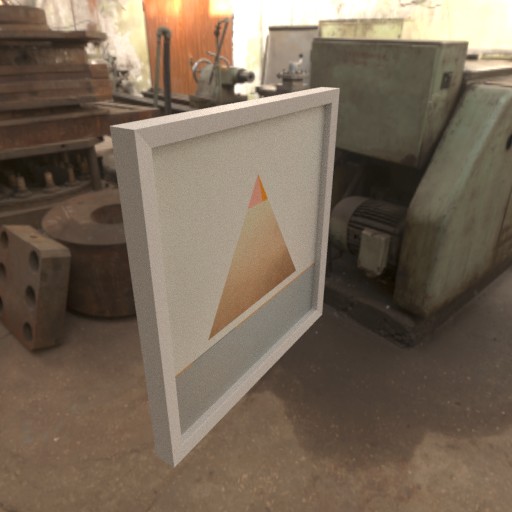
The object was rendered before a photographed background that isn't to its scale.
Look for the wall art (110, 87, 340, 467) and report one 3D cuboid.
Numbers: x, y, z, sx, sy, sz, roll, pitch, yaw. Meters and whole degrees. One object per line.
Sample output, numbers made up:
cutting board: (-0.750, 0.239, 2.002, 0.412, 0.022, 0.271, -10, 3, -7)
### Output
wall art: (0.000, 0.000, 1.951, 0.098, 1.291, 1.289, 17, 31, 30)
